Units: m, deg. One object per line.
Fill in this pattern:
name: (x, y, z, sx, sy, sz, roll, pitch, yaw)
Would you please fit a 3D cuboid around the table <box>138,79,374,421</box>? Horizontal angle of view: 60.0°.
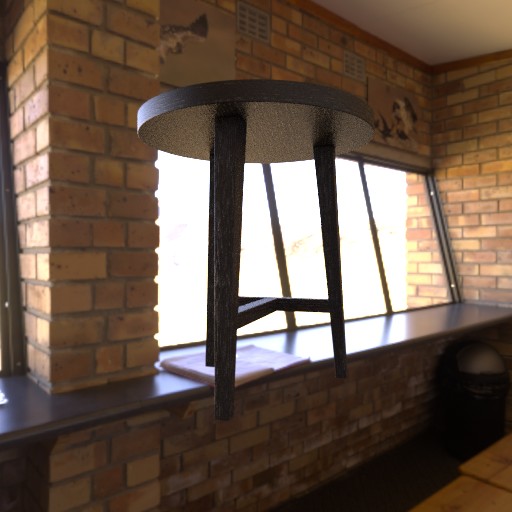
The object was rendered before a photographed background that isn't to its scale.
table: (0.000, 0.000, 0.774, 0.399, 0.460, 0.399, 0, 0, 0)
